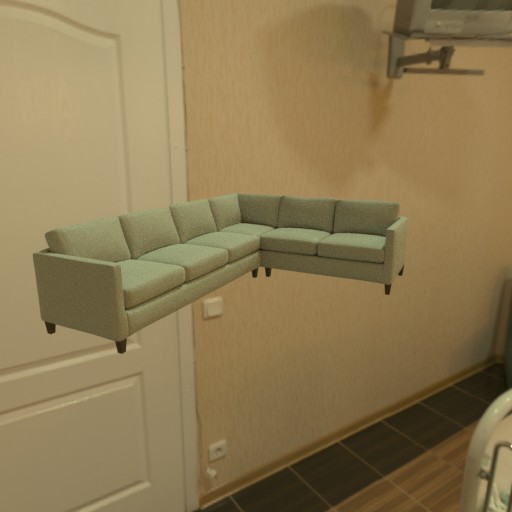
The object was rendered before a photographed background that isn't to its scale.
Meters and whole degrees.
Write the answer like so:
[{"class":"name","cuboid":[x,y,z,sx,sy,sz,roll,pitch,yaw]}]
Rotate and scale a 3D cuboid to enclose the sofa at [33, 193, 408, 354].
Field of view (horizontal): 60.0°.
[{"class":"sofa","cuboid":[0.000,0.000,4.561,2.522,0.934,3.333,7,16,26]}]
